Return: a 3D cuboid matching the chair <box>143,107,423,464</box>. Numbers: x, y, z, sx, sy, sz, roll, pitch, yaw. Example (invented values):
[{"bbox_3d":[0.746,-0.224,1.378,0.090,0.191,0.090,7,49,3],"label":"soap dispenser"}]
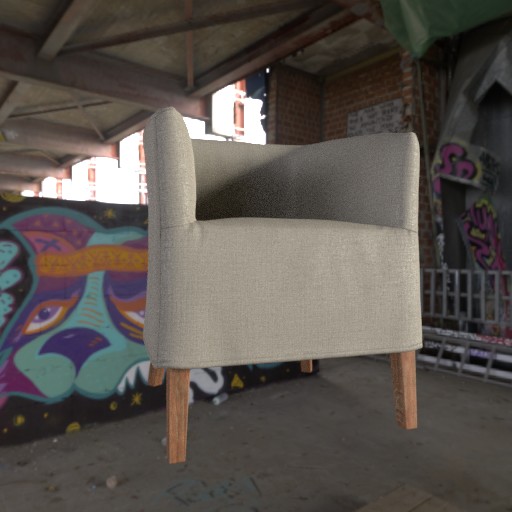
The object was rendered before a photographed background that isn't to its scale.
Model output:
[{"bbox_3d":[0.000,0.000,1.206,0.600,0.771,0.668,0,0,-18],"label":"chair"}]
